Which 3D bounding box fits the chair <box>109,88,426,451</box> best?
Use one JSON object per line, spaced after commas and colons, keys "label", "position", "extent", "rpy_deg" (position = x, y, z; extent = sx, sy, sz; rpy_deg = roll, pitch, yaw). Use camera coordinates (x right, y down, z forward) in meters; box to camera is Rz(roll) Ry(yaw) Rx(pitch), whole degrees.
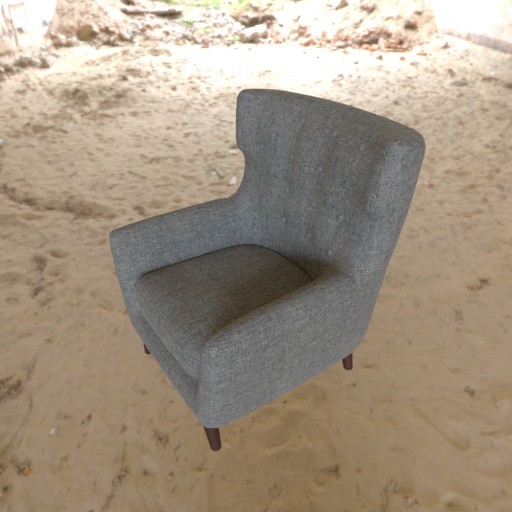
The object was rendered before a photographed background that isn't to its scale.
{"label": "chair", "position": [0.000, 0.000, 1.741], "extent": [0.904, 1.063, 0.878], "rpy_deg": [-21, 38, -29]}
